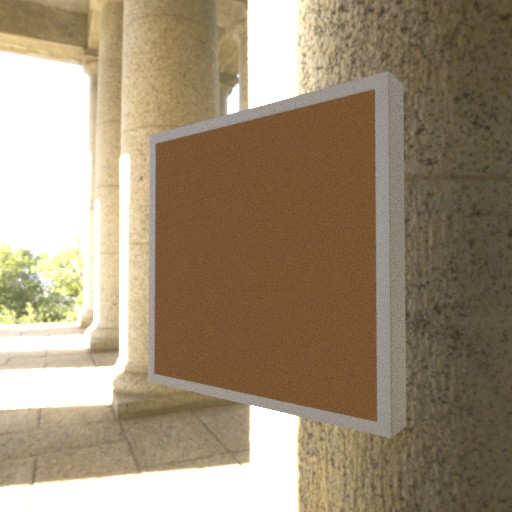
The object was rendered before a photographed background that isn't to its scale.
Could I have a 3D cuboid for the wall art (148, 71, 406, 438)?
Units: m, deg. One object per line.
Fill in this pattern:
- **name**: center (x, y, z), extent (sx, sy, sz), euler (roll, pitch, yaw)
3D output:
- **wall art**: center (0.000, 0.000, 0.473), extent (0.305, 0.305, 0.037), euler (-1, -2, 37)
